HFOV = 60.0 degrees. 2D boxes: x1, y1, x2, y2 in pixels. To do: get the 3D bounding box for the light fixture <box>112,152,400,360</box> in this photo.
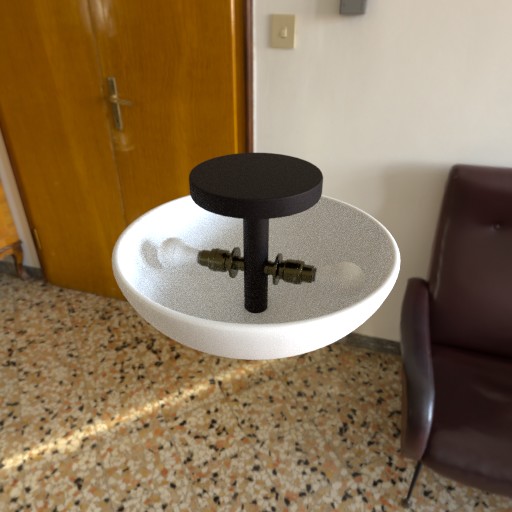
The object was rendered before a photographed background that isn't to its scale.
[{"bbox_3d":[0.000,0.000,0.538,0.331,0.212,0.331,0,31,0],"label":"light fixture"}]
